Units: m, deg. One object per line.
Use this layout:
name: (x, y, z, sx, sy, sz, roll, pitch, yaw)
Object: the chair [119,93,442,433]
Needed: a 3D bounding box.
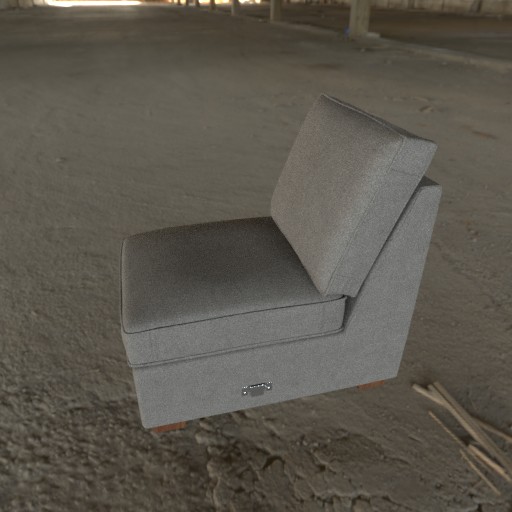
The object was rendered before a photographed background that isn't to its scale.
chair: (0.000, 0.000, 1.556, 0.938, 0.970, 0.621, -8, 32, -13)
